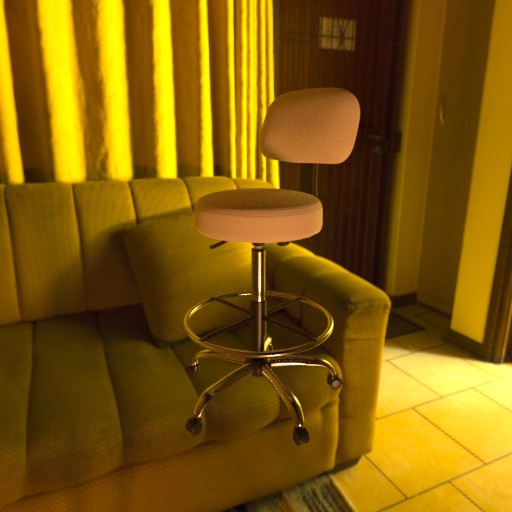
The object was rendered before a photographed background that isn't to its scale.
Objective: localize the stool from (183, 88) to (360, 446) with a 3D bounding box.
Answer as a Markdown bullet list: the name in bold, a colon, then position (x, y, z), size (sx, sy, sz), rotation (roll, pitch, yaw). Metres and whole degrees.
- **stool**: position (0.000, 0.000, 1.482), size (0.616, 1.080, 0.609), rotation (-16, 23, -43)
